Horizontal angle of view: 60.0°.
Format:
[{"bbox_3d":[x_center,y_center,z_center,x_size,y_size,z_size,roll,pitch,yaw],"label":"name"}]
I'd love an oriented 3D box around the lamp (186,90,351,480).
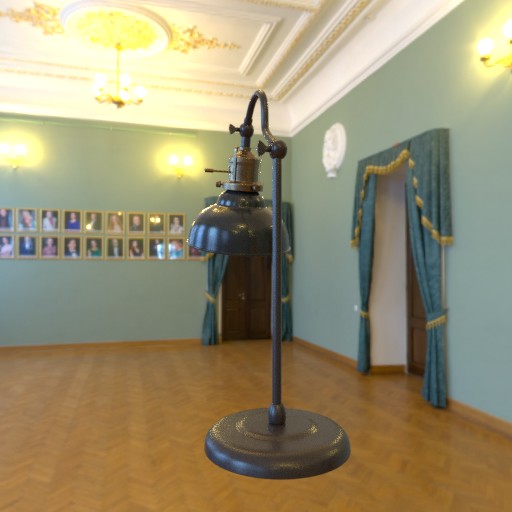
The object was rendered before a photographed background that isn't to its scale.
[{"bbox_3d":[0.000,0.000,0.682,0.192,0.508,0.374,0,-2,-18],"label":"lamp"}]
